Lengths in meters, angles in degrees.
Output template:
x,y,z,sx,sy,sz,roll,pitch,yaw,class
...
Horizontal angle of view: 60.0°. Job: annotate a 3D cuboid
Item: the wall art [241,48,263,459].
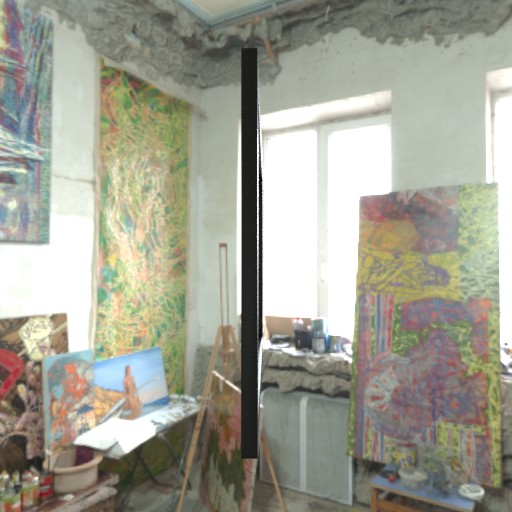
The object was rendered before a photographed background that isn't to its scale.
x,y,z,sx,sy,sz,roll,pitch,yaw,class
0.000,0.000,0.550,0.013,0.306,0.440,0,-1,1,wall art
